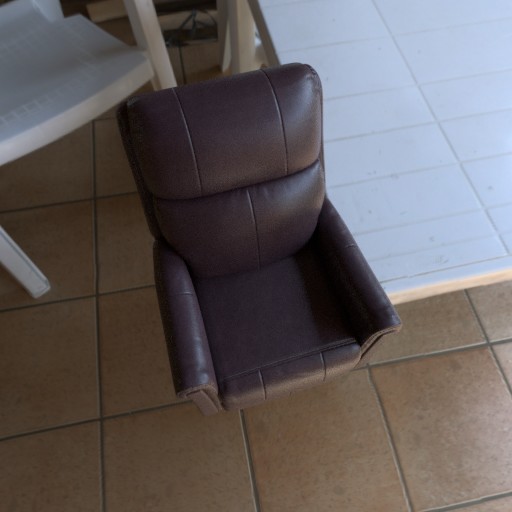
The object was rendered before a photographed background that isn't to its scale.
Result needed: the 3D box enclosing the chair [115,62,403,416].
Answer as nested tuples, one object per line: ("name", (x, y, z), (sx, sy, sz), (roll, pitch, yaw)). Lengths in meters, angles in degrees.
("chair", (0.000, 0.000, 1.776), (0.838, 1.054, 1.014), (-15, 63, -8))
